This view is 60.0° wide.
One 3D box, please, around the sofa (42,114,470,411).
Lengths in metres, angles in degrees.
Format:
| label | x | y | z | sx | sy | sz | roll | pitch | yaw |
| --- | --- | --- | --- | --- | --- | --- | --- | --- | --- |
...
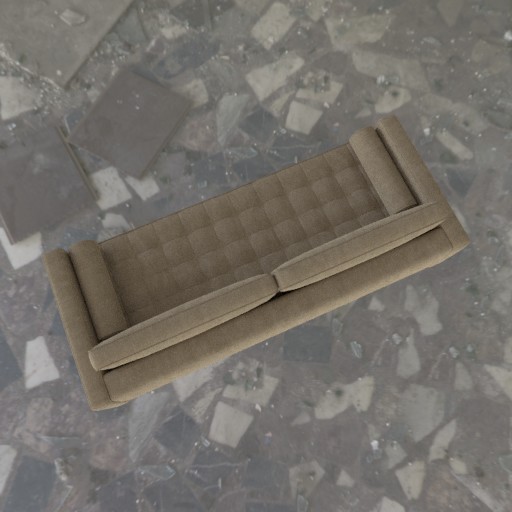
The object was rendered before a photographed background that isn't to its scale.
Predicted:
| label | x | y | z | sx | sy | sz | roll | pitch | yaw |
| --- | --- | --- | --- | --- | --- | --- | --- | --- | --- |
| sofa | 0.000 | 0.000 | 2.599 | 2.200 | 0.770 | 0.919 | -23 | 76 | -6 |
